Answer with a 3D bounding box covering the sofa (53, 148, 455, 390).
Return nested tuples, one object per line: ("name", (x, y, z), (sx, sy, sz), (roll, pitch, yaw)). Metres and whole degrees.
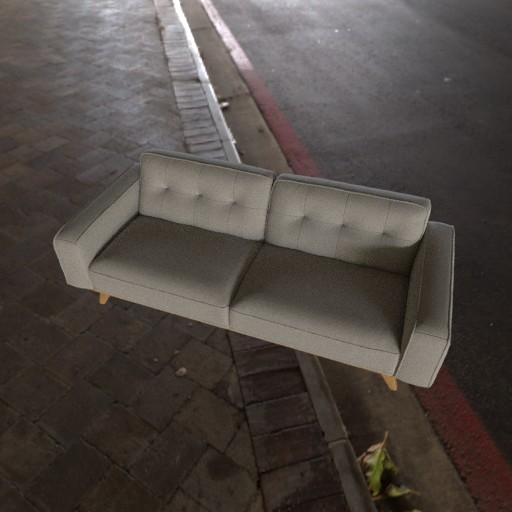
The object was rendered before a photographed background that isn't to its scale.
("sofa", (0.000, 0.000, 2.768), (2.270, 0.781, 0.956), (13, 44, 15))
